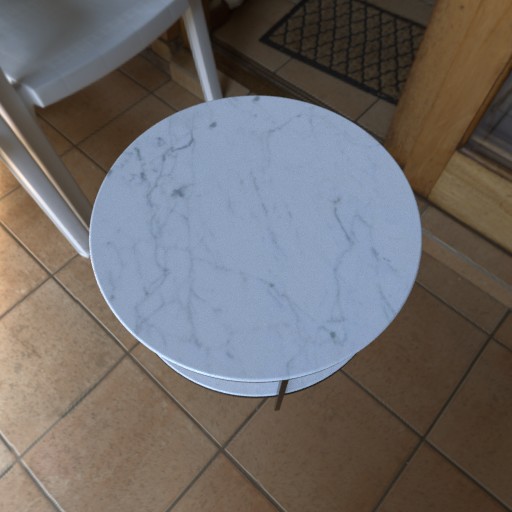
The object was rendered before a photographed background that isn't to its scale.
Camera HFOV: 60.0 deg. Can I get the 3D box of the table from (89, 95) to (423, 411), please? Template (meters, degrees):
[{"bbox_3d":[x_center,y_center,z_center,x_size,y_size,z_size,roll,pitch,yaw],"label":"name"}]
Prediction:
[{"bbox_3d":[0.000,0.000,1.277,0.800,0.450,0.800,0,63,0],"label":"table"}]
